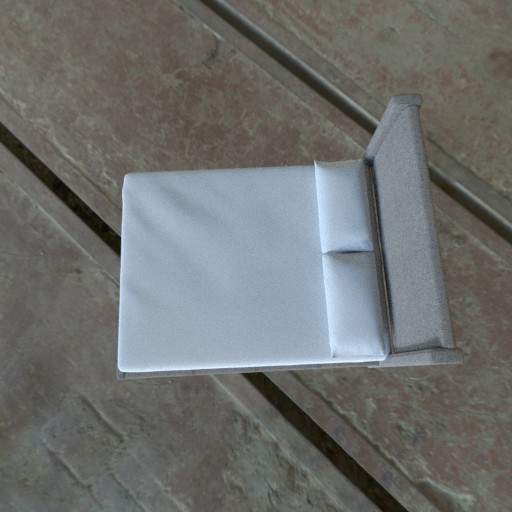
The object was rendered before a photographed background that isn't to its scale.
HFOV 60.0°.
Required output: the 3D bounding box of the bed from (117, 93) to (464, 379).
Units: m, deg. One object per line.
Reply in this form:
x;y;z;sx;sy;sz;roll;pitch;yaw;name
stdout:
0.000;0.000;3.356;2.245;1.481;1.714;-2;75;-1;bed
